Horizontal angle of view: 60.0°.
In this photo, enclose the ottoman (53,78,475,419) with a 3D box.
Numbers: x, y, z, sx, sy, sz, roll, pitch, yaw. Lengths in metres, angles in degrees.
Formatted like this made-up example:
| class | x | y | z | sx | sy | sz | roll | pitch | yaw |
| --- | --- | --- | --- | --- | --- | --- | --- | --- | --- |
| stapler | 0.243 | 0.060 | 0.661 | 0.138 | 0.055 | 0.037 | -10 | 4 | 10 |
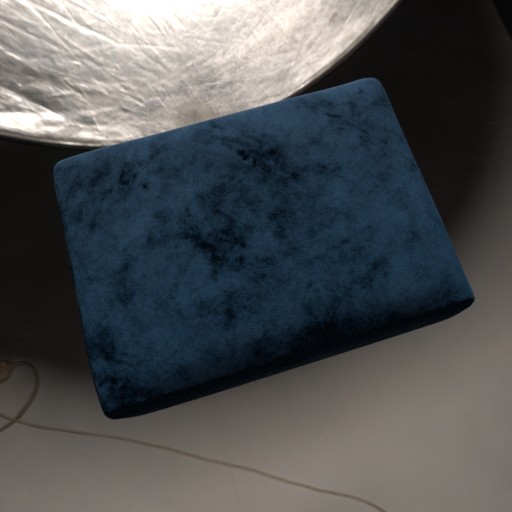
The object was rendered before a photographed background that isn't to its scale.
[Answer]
| class | x | y | z | sx | sy | sz | roll | pitch | yaw |
| --- | --- | --- | --- | --- | --- | --- | --- | --- | --- |
| ottoman | 0.000 | 0.000 | 1.103 | 0.773 | 0.503 | 0.572 | -16 | 75 | -5 |
